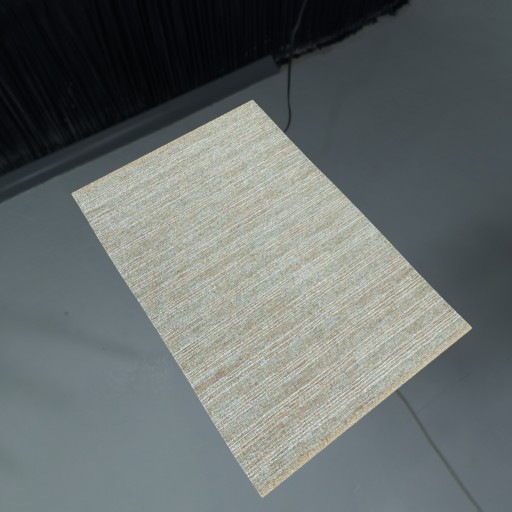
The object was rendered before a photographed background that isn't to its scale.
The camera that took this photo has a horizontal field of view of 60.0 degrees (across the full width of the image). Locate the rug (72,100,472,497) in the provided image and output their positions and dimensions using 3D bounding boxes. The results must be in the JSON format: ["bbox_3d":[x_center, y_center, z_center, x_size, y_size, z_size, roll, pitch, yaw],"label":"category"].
[{"bbox_3d":[0.000,0.000,2.292,1.240,0.010,1.824,-32,67,-15],"label":"rug"}]
